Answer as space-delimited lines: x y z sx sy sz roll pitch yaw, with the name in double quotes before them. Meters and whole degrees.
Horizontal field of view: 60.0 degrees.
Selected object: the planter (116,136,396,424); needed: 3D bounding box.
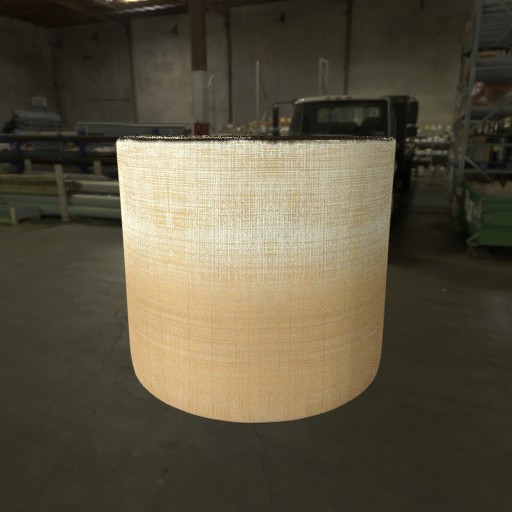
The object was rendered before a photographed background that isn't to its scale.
"planter" 0.000 0.000 0.385 0.221 0.201 0.221 0 15 0
